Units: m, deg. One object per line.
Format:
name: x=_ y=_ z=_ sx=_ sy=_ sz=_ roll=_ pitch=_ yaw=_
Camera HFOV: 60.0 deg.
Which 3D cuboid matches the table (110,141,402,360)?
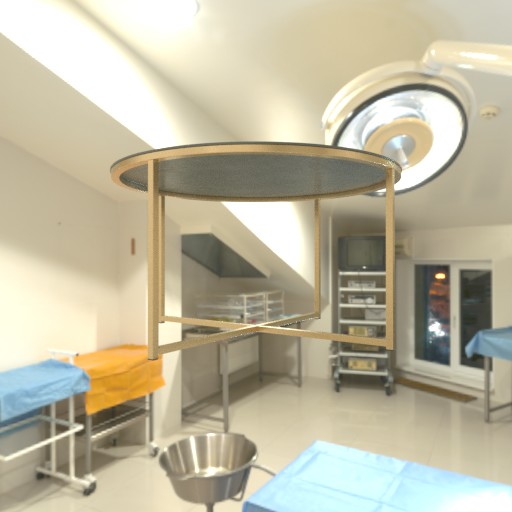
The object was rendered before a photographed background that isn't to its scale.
table: x=0.000 y=0.000 z=1.277 sx=0.800 sy=0.450 sz=0.800 roll=0 pitch=0 yaw=0
